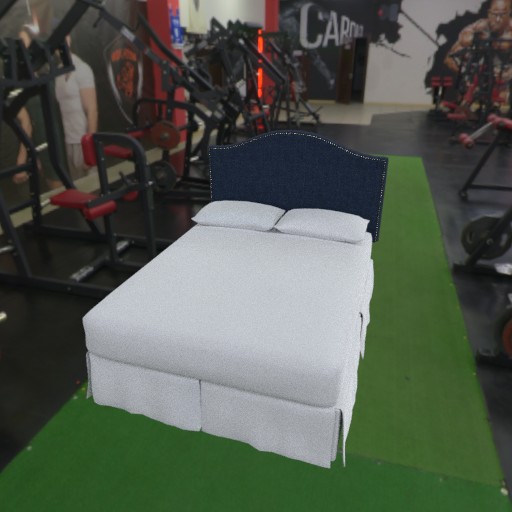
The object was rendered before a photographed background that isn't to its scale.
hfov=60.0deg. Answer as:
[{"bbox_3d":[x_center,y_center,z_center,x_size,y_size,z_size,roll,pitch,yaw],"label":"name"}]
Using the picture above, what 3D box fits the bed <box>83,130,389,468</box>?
[{"bbox_3d":[0.000,0.000,3.314,1.725,1.518,2.153,8,26,16],"label":"bed"}]
